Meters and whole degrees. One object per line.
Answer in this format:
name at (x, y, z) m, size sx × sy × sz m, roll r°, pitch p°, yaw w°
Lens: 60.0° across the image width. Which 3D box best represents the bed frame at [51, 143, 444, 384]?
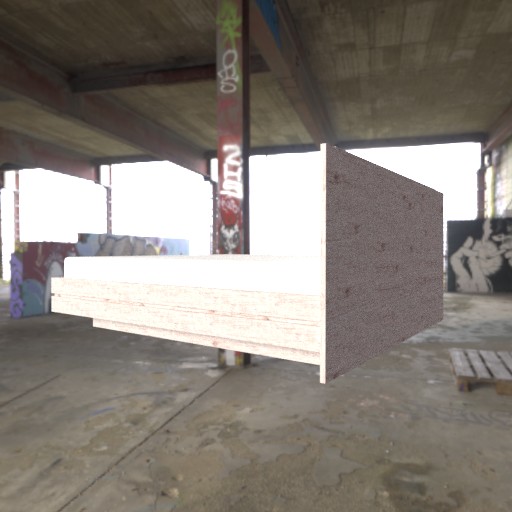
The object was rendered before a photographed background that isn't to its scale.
bed frame at (0.000, 0.000, 3.152) m, size 2.080 × 0.970 × 1.950 m, roll 1°, pitch 1°, yaw 36°
